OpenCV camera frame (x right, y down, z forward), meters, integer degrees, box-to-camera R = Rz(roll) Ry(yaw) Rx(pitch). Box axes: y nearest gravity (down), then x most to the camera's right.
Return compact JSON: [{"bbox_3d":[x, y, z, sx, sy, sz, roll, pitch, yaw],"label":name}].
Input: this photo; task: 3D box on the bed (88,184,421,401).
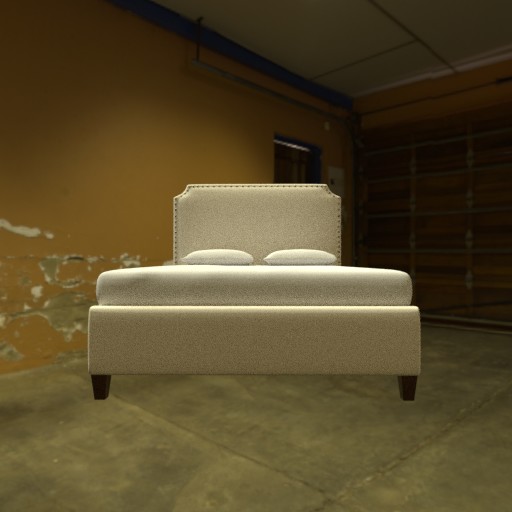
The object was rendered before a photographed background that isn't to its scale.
[{"bbox_3d":[0.000,0.000,3.410,1.712,1.497,2.372,0,-1,1],"label":"bed"}]
